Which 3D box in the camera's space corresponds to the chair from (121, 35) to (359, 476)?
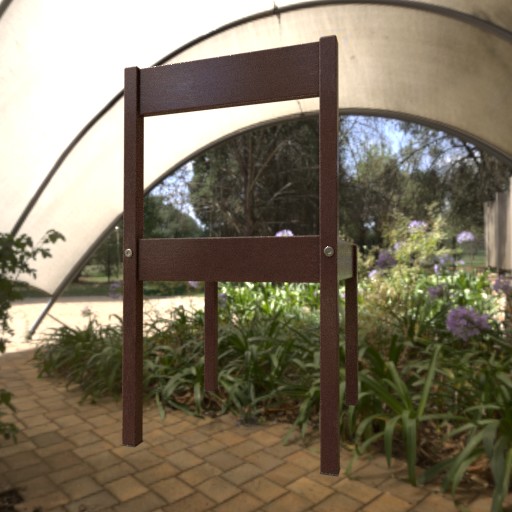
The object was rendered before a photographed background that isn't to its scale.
[{"bbox_3d":[0.000,0.000,0.682,0.285,0.505,0.285,0,-1,18],"label":"chair"}]
